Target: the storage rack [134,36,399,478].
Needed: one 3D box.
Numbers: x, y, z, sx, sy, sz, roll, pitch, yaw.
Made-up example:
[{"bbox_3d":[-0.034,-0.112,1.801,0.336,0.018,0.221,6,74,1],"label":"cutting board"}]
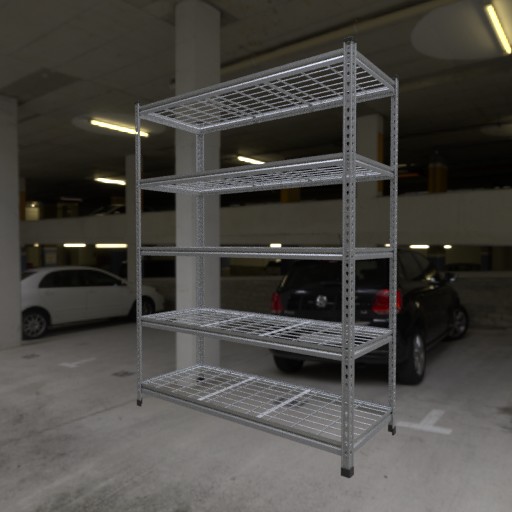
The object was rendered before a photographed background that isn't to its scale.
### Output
[{"bbox_3d":[0.000,0.000,2.682,1.524,1.981,0.610,1,2,37],"label":"storage rack"}]
